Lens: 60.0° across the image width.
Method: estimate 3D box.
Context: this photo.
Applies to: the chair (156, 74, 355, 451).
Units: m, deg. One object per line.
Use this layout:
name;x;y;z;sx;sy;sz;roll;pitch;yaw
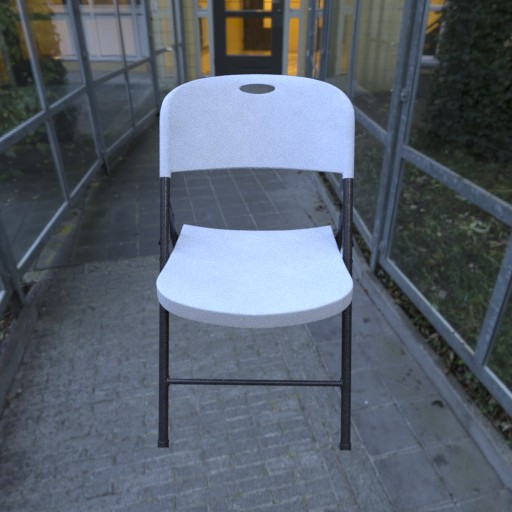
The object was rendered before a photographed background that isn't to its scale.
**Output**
chair;0.000;0.000;1.157;0.494;0.810;0.566;1;30;1
